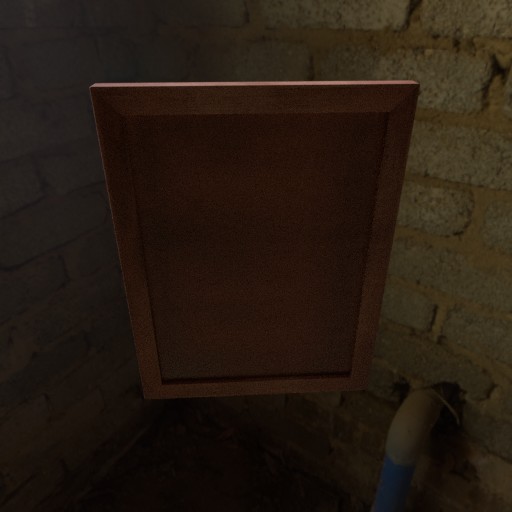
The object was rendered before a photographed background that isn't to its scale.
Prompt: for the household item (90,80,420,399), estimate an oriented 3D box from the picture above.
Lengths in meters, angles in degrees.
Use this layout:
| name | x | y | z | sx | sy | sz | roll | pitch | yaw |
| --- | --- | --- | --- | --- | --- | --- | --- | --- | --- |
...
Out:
| name | x | y | z | sx | sy | sz | roll | pitch | yaw |
| --- | --- | --- | --- | --- | --- | --- | --- | --- | --- |
| household item | 0.000 | 0.000 | 0.544 | 0.310 | 0.407 | 0.067 | -2 | 30 | -3 |
